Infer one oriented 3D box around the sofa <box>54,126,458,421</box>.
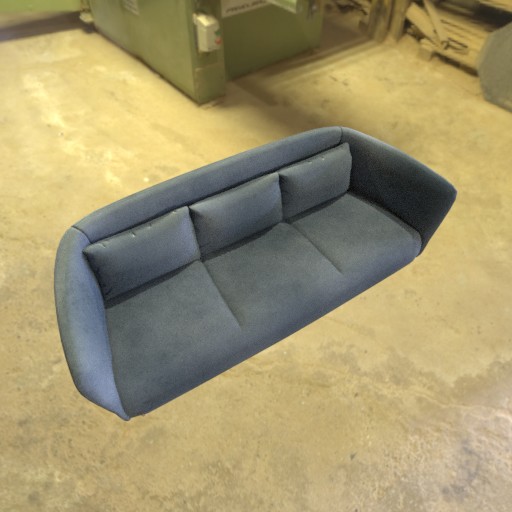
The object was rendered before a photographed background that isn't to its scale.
[{"bbox_3d":[0.000,0.000,2.431,2.095,0.795,0.849,-25,52,-22],"label":"sofa"}]
